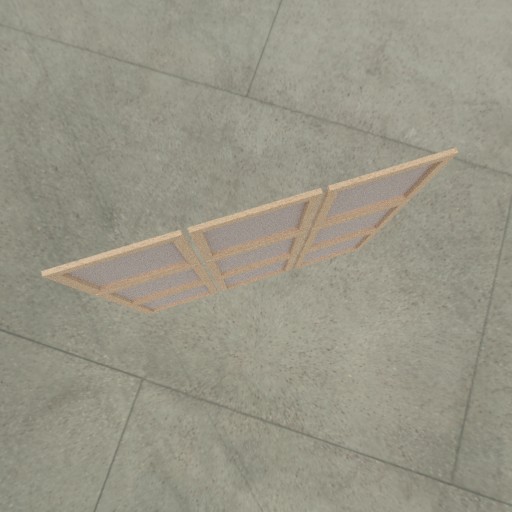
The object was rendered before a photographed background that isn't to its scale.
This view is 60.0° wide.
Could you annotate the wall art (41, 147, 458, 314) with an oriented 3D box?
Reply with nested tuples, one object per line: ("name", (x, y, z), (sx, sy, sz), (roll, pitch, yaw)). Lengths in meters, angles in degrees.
("wall art", (0.000, 0.000, 1.377), (0.917, 0.910, 0.012), (-17, 78, -4))
